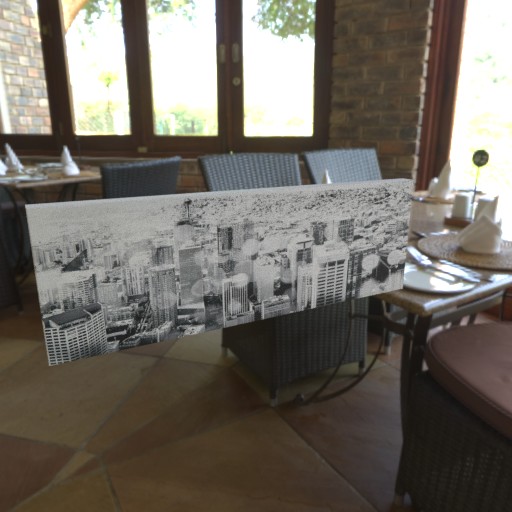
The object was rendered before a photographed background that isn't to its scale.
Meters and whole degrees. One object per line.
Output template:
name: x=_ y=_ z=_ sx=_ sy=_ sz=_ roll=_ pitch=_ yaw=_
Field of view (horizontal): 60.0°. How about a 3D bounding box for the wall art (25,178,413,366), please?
wall art: x=0.000 y=0.000 z=0.856 sx=0.763 sy=0.255 sz=0.038 roll=-8 pitch=18 yaw=-26
